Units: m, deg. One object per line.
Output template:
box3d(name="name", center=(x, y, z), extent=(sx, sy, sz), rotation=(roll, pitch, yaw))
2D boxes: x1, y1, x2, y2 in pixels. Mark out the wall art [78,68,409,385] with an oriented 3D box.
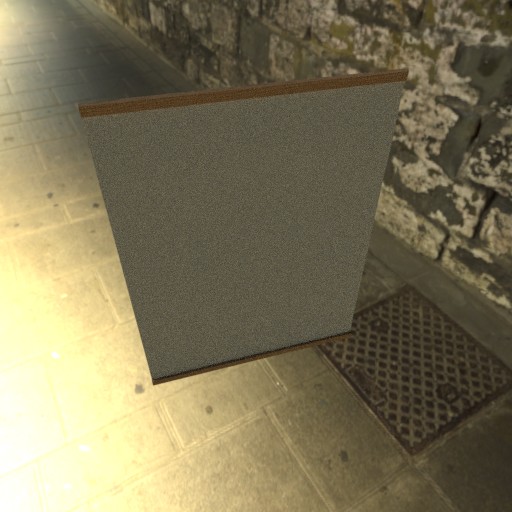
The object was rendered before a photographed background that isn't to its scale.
box3d(name="wall art", center=(0.000, 0.000, 0.795), extent=(0.458, 0.605, 0.011), rotation=(-11, 42, -12))
